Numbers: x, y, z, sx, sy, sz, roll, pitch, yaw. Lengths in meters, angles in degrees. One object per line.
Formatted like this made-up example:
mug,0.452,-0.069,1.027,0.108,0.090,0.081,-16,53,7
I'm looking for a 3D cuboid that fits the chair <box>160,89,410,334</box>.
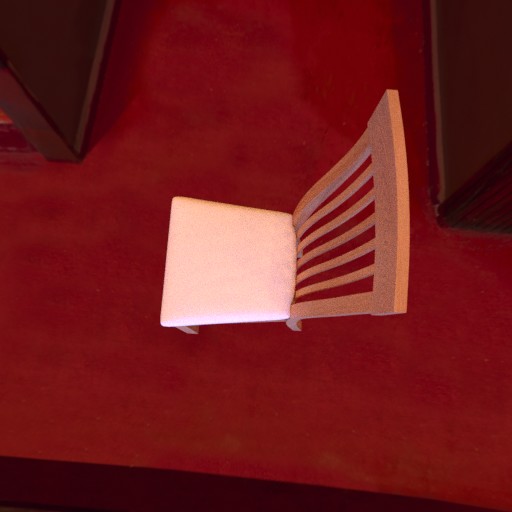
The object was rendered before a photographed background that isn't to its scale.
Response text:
chair,0.000,0.000,1.350,0.580,1.050,0.450,3,76,1
